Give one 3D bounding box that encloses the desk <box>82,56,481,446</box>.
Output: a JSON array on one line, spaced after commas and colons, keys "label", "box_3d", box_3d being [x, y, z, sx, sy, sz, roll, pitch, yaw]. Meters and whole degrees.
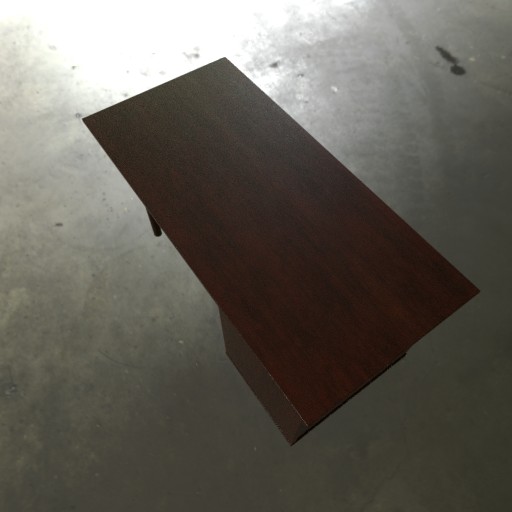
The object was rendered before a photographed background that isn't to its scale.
[{"label": "desk", "box_3d": [0.000, 0.000, 1.723, 0.612, 0.758, 1.277, -31, 64, -17]}]
